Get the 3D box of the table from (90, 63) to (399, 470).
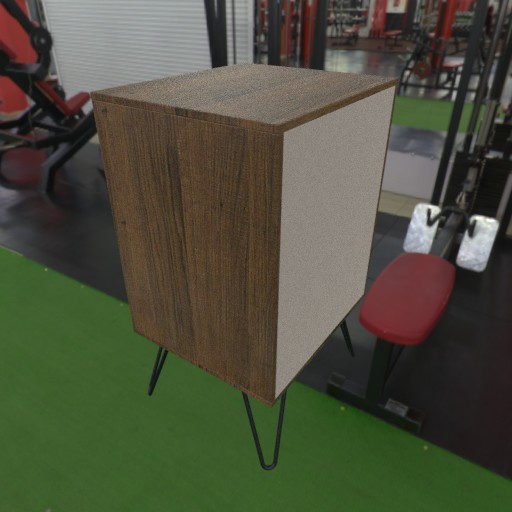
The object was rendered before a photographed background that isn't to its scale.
[{"bbox_3d":[0.000,0.000,1.182,0.457,0.866,0.526,20,36,29],"label":"table"}]
